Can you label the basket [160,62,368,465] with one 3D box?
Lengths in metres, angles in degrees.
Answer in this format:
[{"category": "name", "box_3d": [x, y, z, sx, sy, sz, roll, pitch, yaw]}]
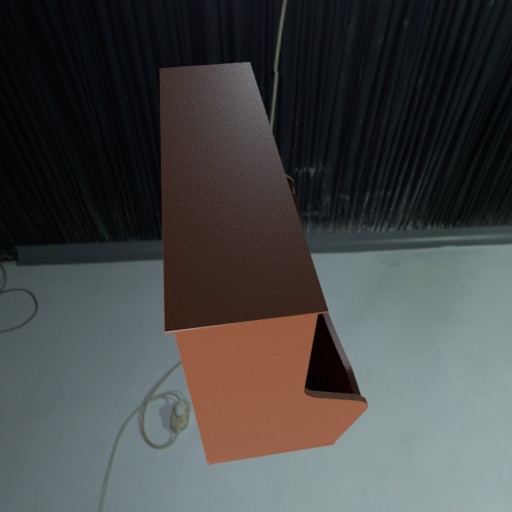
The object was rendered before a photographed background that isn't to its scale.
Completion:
[{"category": "basket", "box_3d": [0.000, 0.000, 1.122, 0.376, 0.625, 0.792, -6, 49, -6]}]
